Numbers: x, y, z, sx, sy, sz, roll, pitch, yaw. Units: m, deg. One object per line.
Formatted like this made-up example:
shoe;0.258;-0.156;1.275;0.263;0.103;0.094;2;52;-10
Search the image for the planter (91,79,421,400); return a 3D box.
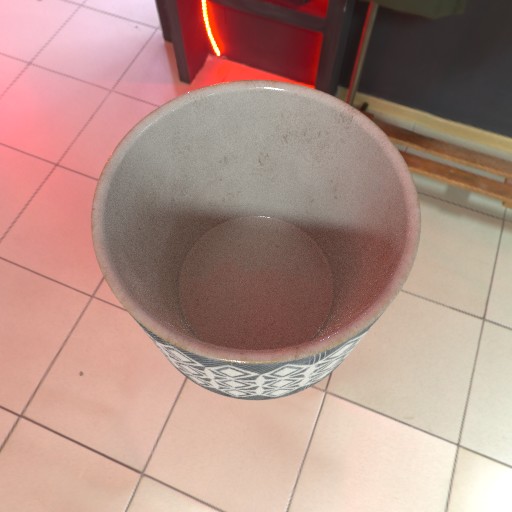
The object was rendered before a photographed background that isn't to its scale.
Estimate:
planter;0.000;0.000;0.219;0.126;0.104;0.126;0;65;0
